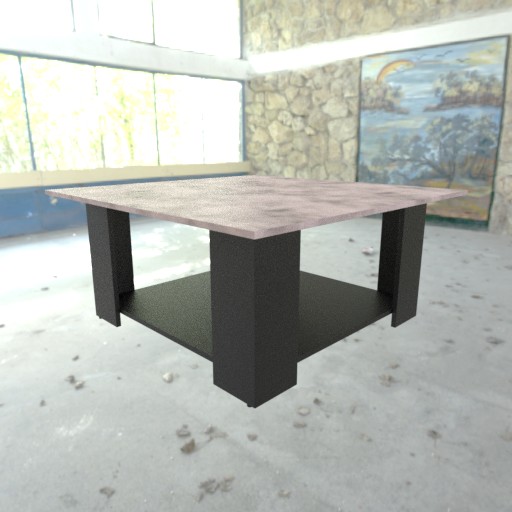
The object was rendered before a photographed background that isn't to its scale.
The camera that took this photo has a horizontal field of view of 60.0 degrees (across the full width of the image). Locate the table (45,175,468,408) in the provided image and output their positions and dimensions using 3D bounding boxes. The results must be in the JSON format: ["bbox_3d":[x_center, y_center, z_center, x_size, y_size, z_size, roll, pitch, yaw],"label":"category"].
[{"bbox_3d":[0.000,0.000,1.030,0.670,0.305,0.670,-14,20,-43],"label":"table"}]
